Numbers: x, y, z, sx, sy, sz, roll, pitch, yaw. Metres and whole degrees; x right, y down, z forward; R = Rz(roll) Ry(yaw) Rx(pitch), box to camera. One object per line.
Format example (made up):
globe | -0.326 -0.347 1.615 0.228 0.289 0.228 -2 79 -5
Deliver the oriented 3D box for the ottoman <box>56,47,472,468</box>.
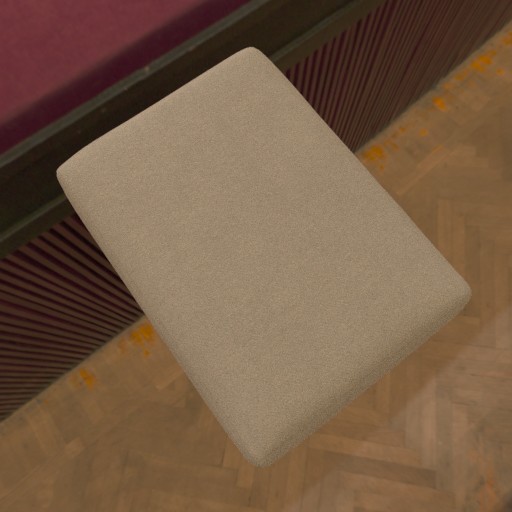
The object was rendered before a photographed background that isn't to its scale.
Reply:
ottoman | 0.000 0.000 1.114 0.569 0.499 0.773 -36 78 -9
